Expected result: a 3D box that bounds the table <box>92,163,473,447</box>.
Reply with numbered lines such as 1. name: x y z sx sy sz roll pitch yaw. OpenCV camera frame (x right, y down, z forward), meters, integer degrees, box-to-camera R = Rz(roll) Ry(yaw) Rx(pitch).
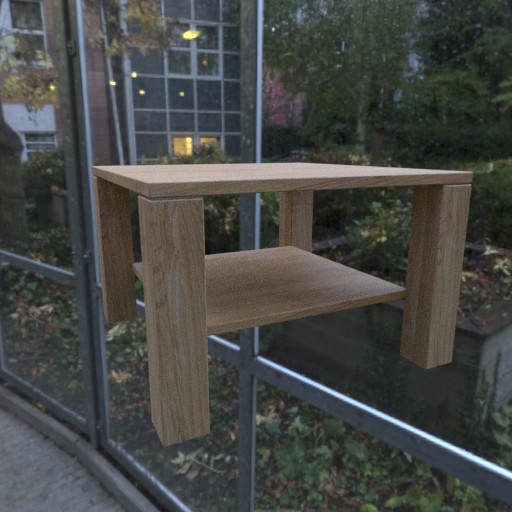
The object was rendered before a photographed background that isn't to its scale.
1. table: 0.000 0.000 1.162 0.700 0.450 0.700 -7 15 -26
